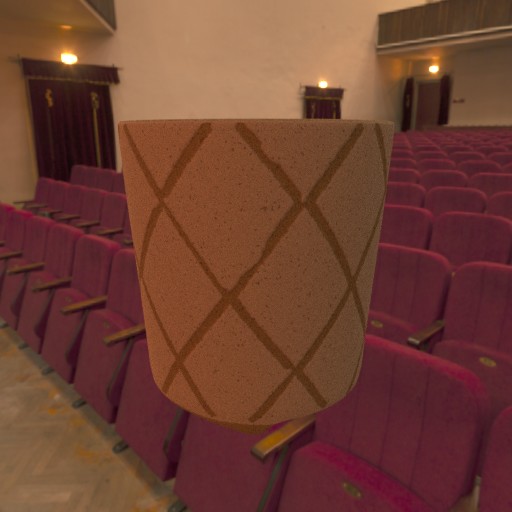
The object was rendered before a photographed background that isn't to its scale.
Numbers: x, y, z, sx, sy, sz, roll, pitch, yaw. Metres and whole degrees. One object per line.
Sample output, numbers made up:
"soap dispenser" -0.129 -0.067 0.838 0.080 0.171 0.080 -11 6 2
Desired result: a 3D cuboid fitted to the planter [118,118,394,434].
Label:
"planter" 0.000 0.000 0.345 0.191 0.199 0.191 0 16 0
